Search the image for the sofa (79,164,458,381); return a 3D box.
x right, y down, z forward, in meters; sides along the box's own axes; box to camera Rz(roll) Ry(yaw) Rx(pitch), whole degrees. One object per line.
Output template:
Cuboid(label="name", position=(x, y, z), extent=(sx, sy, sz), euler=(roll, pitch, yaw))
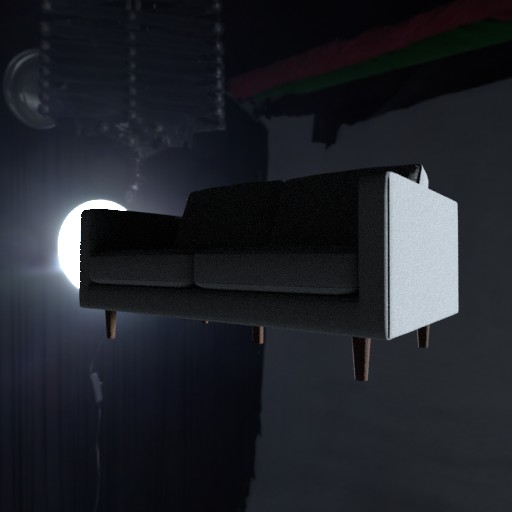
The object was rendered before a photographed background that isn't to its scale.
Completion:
Cuboid(label="sofa", position=(0.000, 0.000, 2.287), extent=(1.731, 0.900, 1.000), euler=(-1, -1, 36))
